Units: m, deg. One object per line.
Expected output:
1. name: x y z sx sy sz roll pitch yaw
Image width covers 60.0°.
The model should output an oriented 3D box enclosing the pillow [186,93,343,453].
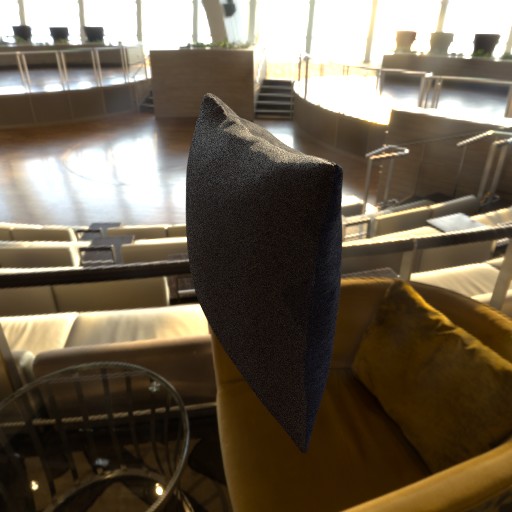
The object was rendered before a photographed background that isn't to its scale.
1. pillow: 0.000 0.000 0.714 0.204 0.439 0.452 -11 31 -18
